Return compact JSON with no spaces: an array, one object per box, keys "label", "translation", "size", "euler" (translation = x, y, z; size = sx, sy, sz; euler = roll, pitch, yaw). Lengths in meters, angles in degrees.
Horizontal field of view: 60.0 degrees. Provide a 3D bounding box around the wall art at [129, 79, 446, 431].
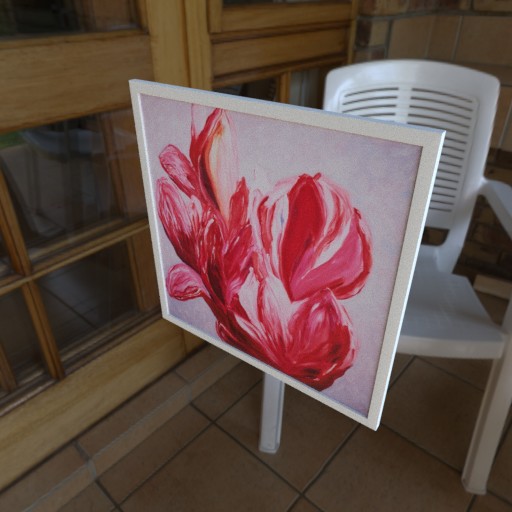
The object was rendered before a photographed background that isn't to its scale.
[{"label":"wall art","translation":[0.000,0.000,1.182],"size":[0.805,0.803,0.022],"euler":[21,38,30]}]
